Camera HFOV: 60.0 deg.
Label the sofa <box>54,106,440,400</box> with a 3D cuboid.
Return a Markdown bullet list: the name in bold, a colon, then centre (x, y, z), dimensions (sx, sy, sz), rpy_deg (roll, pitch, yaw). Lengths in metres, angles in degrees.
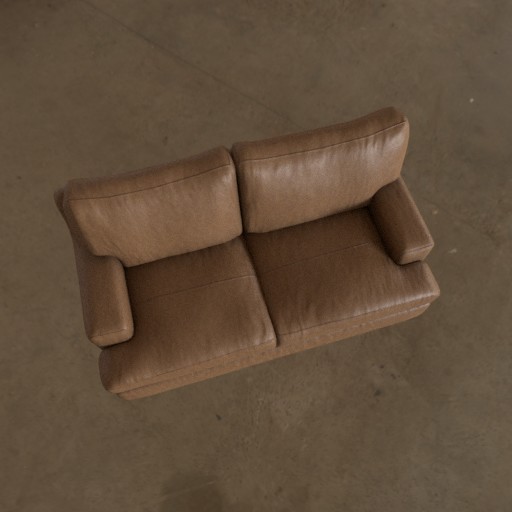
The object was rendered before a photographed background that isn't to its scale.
- **sofa**: centre (0.000, 0.000, 2.377), dimensions (1.855, 0.980, 0.962), rpy_deg (-15, 65, -7)
